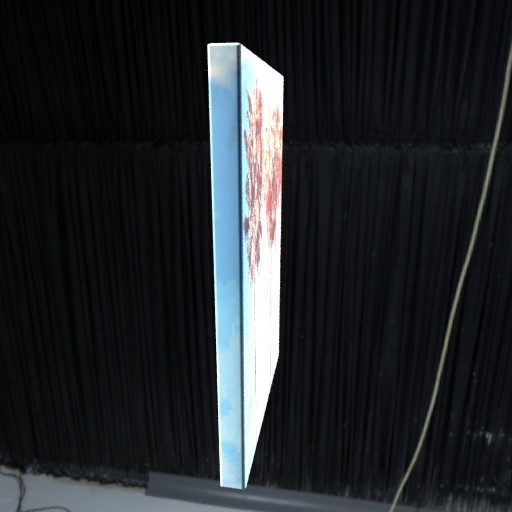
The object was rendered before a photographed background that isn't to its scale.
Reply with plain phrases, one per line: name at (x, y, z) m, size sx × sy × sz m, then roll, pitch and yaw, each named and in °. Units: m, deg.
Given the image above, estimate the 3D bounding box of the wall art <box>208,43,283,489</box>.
wall art at (0.000, 0.000, 0.762) m, size 0.038 × 0.610 × 0.401 m, roll 3°, pitch 18°, yaw 9°
